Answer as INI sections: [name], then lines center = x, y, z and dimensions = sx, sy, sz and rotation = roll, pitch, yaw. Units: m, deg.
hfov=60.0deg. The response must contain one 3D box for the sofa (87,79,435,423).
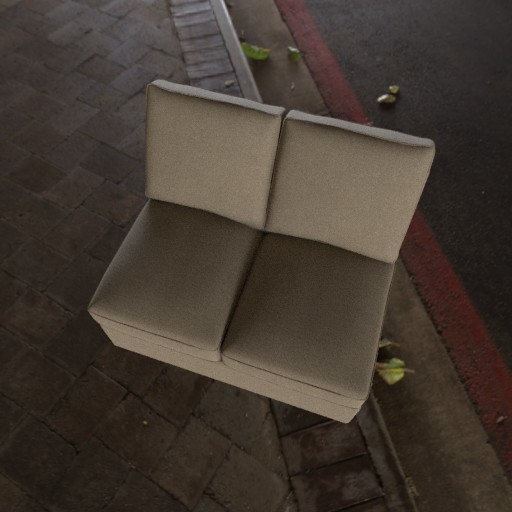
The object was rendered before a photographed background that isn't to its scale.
[sofa]
center = 0.000, 0.000, 1.991
dimensions = 1.232, 1.006, 0.978
rotation = 16, 60, 10
